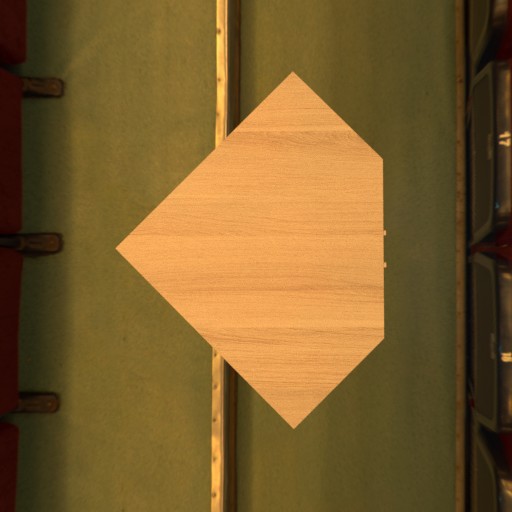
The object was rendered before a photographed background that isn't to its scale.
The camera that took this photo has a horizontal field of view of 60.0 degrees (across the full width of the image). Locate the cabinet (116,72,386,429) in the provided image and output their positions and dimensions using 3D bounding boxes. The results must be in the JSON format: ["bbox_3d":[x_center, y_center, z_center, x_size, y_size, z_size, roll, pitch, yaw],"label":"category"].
[{"bbox_3d":[0.000,0.000,2.555,0.969,1.957,1.272,0,88,1],"label":"cabinet"}]
